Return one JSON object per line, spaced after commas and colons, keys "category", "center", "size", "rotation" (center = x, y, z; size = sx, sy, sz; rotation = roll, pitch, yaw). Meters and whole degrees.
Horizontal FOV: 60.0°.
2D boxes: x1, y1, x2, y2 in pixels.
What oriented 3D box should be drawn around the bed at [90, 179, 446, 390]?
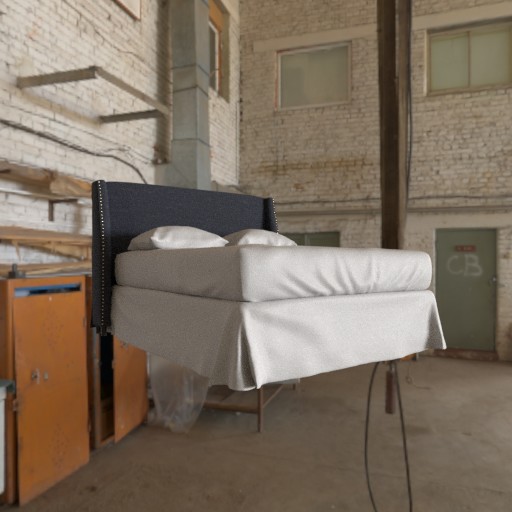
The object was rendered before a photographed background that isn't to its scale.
{"category": "bed", "center": [0.000, 0.000, 3.475], "size": [1.925, 1.332, 2.276], "rotation": [0, -1, -36]}
